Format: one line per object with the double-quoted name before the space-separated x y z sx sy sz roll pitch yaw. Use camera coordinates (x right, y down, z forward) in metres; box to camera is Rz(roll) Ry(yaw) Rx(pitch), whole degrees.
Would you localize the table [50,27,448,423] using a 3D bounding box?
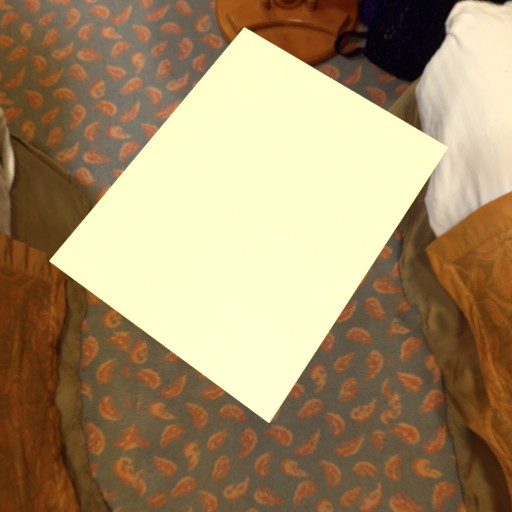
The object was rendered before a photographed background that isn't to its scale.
"table" 0.000 0.000 0.958 0.381 0.635 0.480 34 78 8
